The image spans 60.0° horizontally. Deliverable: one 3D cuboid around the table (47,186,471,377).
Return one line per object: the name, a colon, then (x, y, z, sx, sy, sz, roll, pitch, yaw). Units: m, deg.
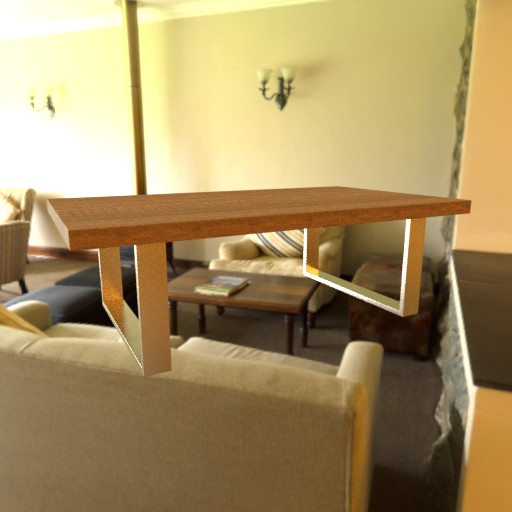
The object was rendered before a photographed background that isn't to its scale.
table: (0.000, 0.000, 1.731, 1.400, 0.440, 0.800, -7, 15, -27)
